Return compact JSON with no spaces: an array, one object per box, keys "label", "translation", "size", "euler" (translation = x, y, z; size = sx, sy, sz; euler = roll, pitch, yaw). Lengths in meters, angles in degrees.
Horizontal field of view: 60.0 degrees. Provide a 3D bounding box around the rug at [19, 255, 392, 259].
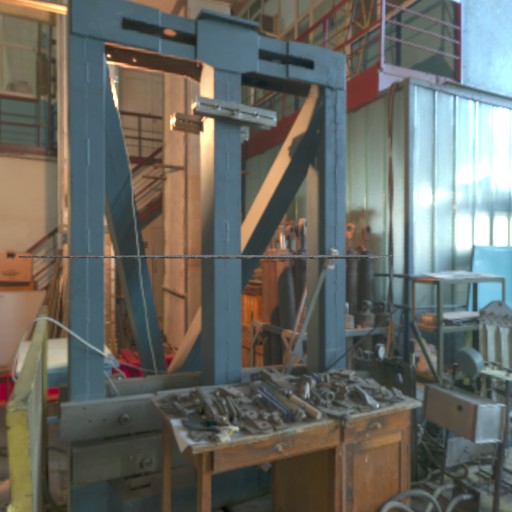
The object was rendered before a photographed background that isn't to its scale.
[{"label":"rug","translation":[0.000,0.000,5.288],"size":[2.997,0.020,4.093],"euler":[0,0,19]}]
